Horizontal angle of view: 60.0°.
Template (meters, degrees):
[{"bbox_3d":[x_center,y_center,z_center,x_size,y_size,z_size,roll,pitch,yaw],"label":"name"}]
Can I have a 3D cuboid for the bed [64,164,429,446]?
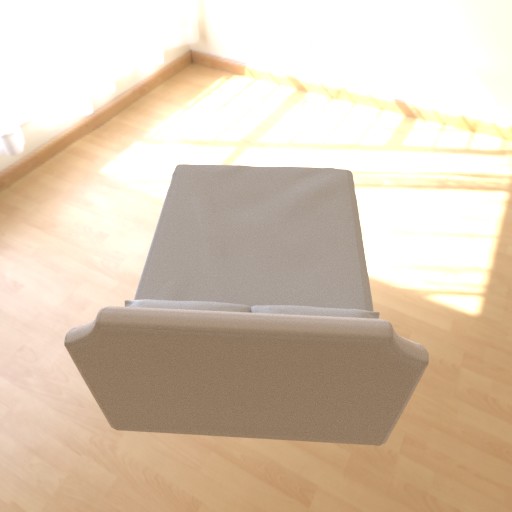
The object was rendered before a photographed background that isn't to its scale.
[{"bbox_3d":[0.000,0.000,3.217,1.828,1.297,2.164,2,47,2],"label":"bed"}]
